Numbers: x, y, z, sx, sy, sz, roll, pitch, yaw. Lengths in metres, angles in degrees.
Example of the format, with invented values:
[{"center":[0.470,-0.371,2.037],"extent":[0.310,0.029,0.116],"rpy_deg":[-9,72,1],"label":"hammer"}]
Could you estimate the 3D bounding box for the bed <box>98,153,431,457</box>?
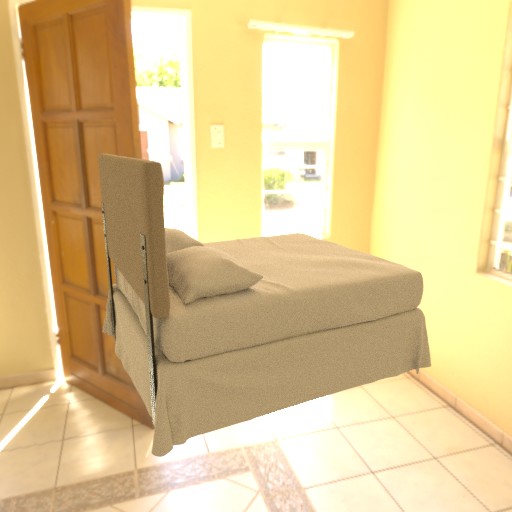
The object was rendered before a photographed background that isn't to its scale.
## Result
[{"center":[0.000,0.000,3.523],"extent":[2.222,1.577,1.936],"rpy_deg":[-7,16,-26],"label":"bed"}]
